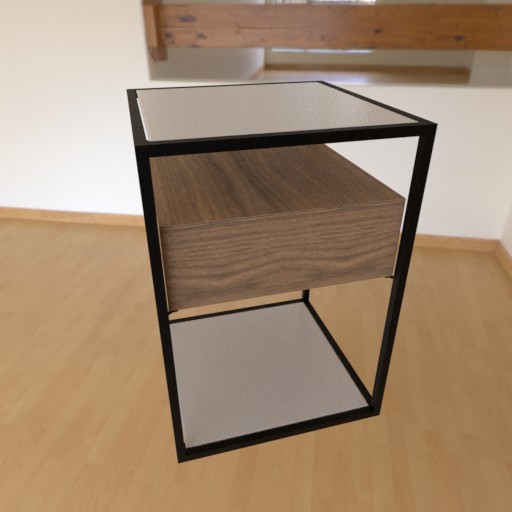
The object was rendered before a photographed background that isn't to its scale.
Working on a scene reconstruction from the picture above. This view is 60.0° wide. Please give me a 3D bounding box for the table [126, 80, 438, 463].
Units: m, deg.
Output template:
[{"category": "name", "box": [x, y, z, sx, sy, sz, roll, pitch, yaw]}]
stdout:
[{"category": "table", "box": [0.000, 0.000, 0.814, 0.378, 0.540, 0.378, -8, 31, -13]}]
